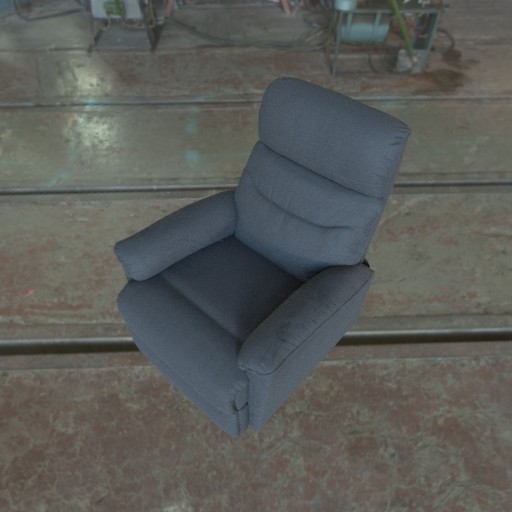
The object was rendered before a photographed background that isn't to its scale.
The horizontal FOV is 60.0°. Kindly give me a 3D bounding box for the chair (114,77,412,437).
[{"bbox_3d":[0.000,0.000,1.761,0.820,1.037,1.004,34,55,28],"label":"chair"}]
